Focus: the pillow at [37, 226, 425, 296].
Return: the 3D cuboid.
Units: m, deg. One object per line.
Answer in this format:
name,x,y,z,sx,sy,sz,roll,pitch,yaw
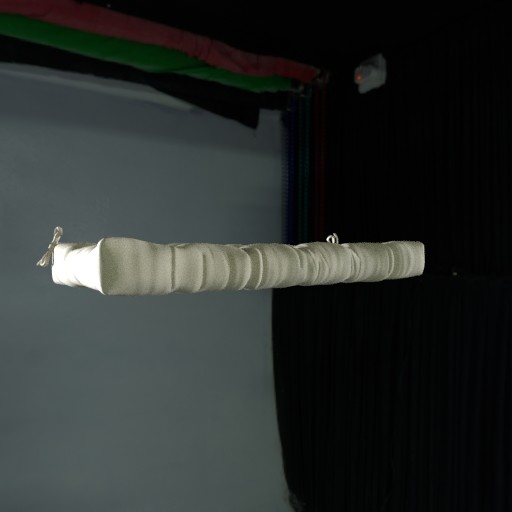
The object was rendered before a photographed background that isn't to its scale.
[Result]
pillow,0.000,0.000,1.401,1.194,0.174,0.511,-1,1,-37
